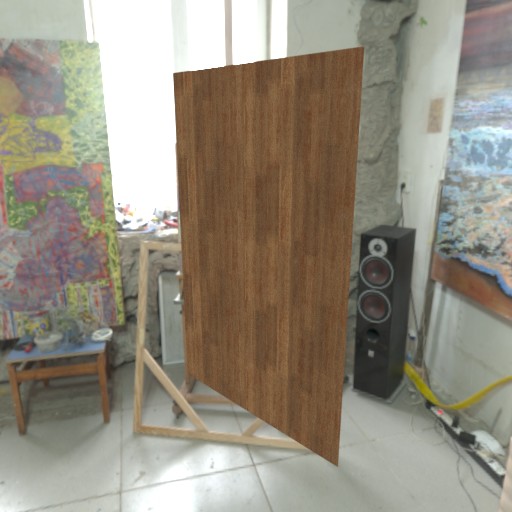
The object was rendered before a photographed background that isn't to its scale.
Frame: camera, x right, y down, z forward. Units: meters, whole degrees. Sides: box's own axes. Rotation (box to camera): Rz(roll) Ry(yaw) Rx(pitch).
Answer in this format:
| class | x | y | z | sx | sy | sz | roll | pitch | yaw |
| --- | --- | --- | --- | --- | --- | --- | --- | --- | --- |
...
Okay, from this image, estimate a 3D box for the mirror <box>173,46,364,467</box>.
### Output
| class | x | y | z | sx | sy | sz | roll | pitch | yaw |
| --- | --- | --- | --- | --- | --- | --- | --- | --- | --- |
| mirror | 0.000 | 0.000 | 1.256 | 0.651 | 1.010 | 0.047 | 16 | 22 | 43 |
